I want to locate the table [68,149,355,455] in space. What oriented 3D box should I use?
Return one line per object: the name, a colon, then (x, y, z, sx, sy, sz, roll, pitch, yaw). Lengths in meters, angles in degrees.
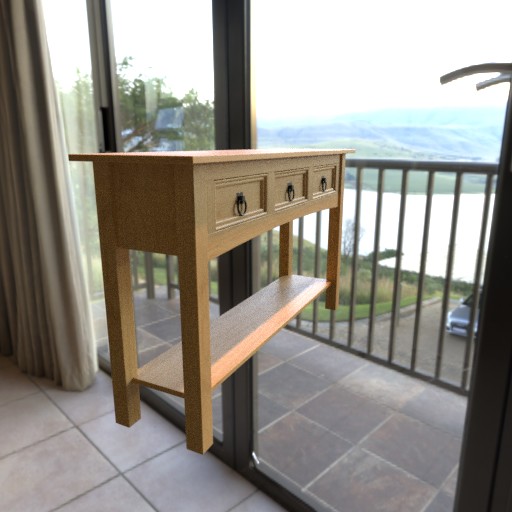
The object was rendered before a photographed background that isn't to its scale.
table: (0.000, 0.000, 1.578, 0.350, 0.730, 1.240, 7, 16, 26)
